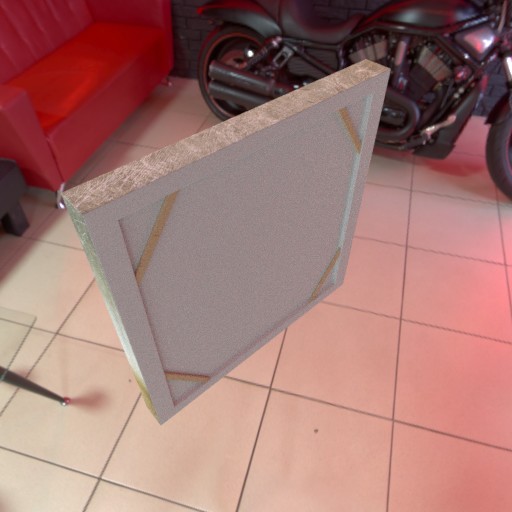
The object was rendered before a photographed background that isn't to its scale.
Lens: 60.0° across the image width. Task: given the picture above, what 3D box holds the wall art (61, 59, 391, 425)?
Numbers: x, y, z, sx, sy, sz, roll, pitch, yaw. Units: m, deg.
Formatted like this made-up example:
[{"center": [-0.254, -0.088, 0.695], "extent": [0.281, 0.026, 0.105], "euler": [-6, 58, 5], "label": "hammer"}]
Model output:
[{"center": [0.000, 0.000, 0.603], "extent": [0.405, 0.407, 0.038], "euler": [-33, 55, -27], "label": "wall art"}]
